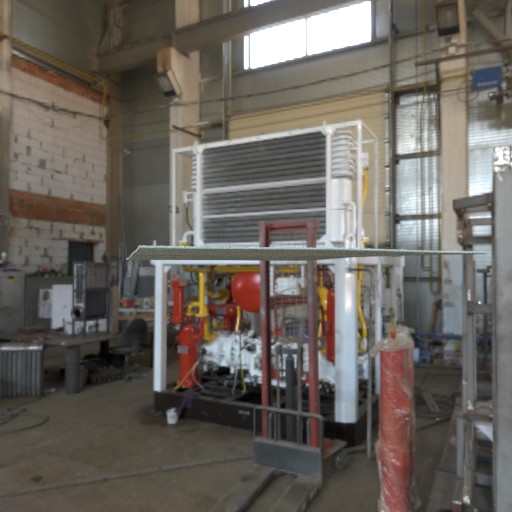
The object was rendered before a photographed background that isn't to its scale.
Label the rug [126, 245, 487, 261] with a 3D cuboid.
[{"bbox_3d":[0.000,0.000,2.935,1.611,0.026,2.260,0,-2,-17],"label":"rug"}]
